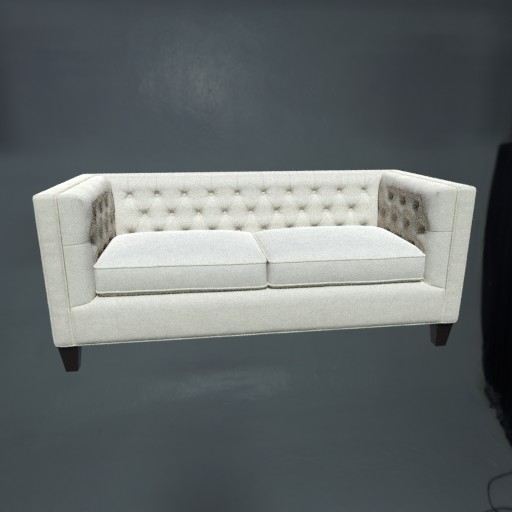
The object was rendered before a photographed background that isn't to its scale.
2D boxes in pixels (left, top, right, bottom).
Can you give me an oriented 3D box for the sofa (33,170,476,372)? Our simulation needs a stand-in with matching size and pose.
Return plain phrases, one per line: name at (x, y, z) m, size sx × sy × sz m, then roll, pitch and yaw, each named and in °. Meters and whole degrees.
sofa at (0.000, 0.000, 2.217) m, size 1.778 × 0.762 × 0.775 m, roll -2°, pitch 17°, yaw -8°
